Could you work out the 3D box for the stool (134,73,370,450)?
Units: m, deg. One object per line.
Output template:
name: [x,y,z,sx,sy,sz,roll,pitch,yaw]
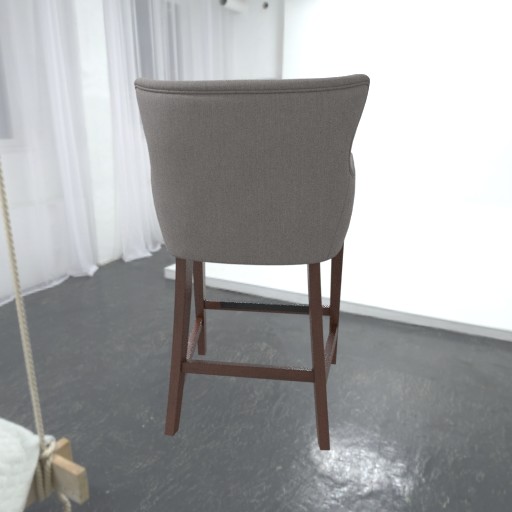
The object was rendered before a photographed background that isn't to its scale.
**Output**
stool: [0.000,0.000,1.298,0.575,0.951,0.575,2,16,8]
